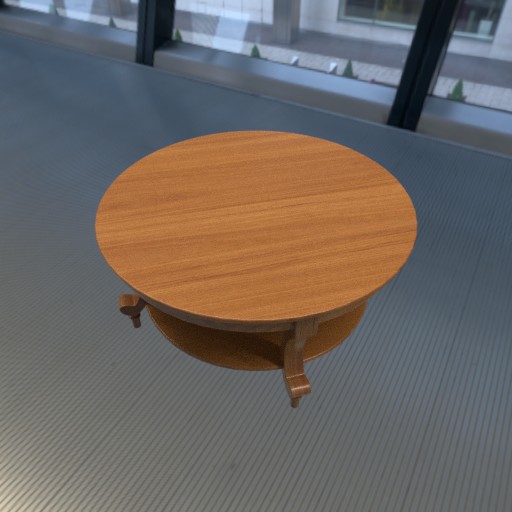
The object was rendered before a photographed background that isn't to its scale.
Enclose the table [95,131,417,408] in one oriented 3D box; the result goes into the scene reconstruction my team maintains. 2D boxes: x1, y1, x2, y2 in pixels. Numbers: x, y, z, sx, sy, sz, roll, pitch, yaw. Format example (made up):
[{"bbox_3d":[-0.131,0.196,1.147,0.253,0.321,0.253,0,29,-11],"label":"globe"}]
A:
[{"bbox_3d":[0.000,0.000,1.620,1.029,0.490,1.029,0,41,0],"label":"table"}]
